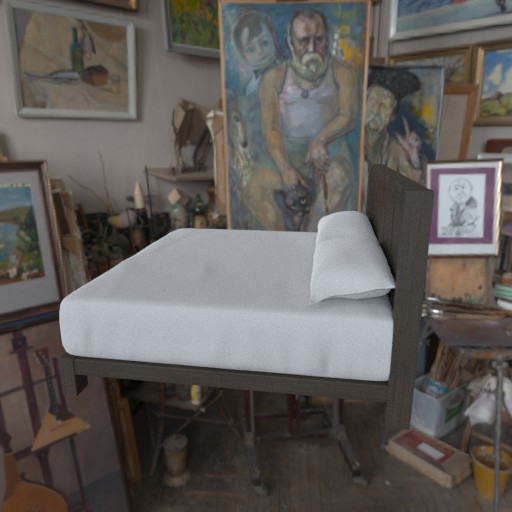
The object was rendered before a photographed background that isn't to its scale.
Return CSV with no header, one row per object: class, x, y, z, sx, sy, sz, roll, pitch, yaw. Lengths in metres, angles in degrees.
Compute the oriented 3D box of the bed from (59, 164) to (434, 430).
bed,0.000,0.000,3.372,2.012,1.270,2.134,2,15,9
